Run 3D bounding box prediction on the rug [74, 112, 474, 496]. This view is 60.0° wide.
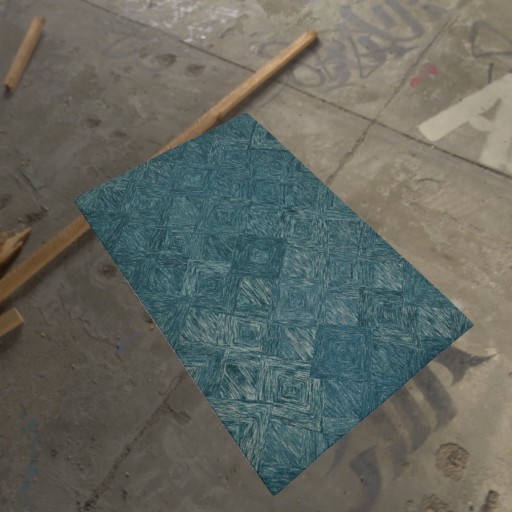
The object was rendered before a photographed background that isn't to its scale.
[{"bbox_3d":[0.000,0.000,2.149,1.136,0.017,1.728,-32,64,-18],"label":"rug"}]
